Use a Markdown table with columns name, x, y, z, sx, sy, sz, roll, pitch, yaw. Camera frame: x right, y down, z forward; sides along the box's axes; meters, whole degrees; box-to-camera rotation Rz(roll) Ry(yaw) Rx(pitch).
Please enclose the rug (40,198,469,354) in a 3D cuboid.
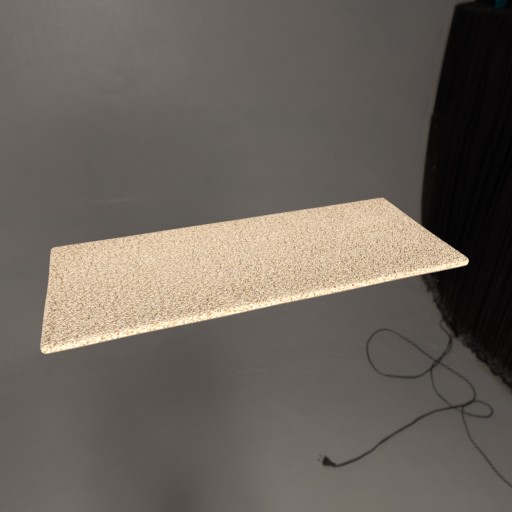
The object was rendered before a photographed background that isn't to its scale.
| name | x | y | z | sx | sy | sz | roll | pitch | yaw |
| --- | --- | --- | --- | --- | --- | --- | --- | --- | --- |
| rug | 0.000 | 0.000 | 1.736 | 1.524 | 0.030 | 0.609 | -10 | 33 | -16 |
